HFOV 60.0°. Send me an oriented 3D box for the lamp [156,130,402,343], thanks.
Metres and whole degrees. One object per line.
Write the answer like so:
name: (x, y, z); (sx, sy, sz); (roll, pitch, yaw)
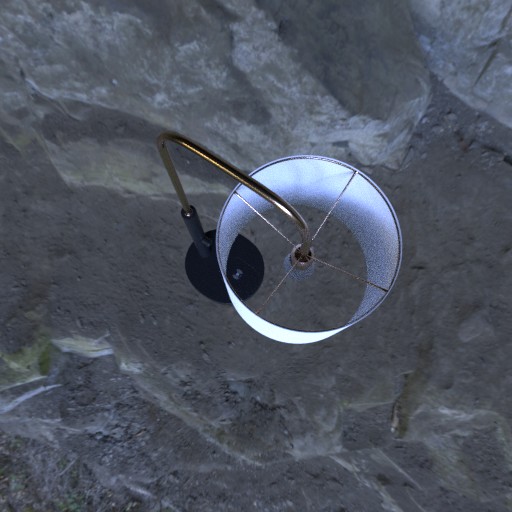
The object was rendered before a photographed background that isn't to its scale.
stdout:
lamp: (0.000, 0.000, 0.693); (0.337, 0.540, 0.199); (34, 78, 9)
